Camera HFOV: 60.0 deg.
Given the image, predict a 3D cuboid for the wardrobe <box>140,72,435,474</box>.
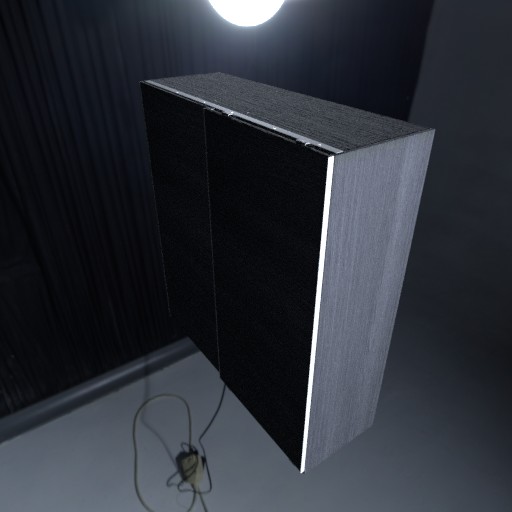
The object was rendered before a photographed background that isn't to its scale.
[{"bbox_3d":[0.000,0.000,2.882,0.629,1.960,1.780,-21,37,-30],"label":"wardrobe"}]
